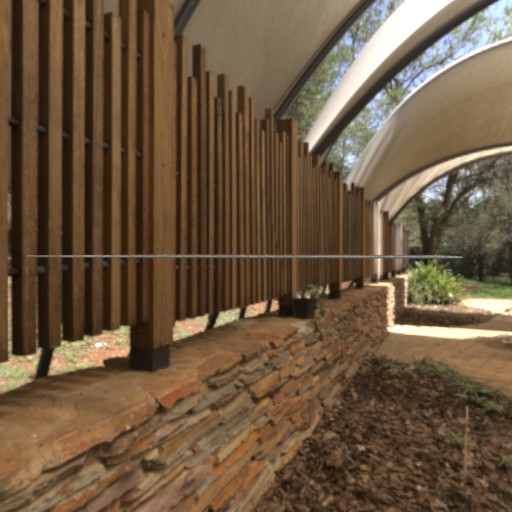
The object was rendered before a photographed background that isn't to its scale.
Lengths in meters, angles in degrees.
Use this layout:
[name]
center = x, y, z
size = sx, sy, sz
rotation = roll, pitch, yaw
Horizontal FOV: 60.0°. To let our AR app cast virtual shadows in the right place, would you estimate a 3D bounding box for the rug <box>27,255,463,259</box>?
[rug]
center = 0.000, 0.000, 2.891
size = 2.284, 0.008, 1.522
rotation = 0, 0, 18
